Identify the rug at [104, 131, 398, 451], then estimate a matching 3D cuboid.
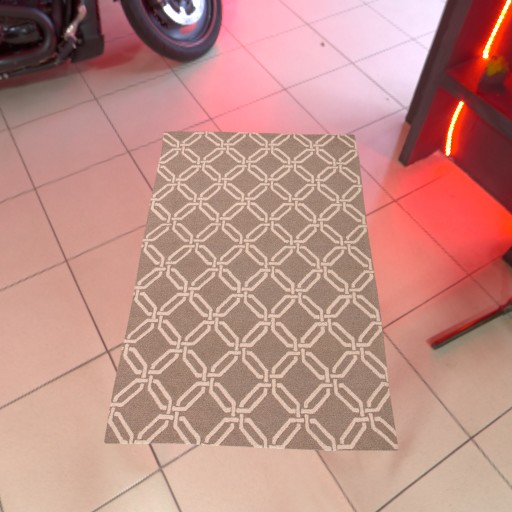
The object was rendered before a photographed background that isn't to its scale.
[{"bbox_3d":[0.000,0.000,2.165,1.142,0.010,1.748,1,57,1],"label":"rug"}]
